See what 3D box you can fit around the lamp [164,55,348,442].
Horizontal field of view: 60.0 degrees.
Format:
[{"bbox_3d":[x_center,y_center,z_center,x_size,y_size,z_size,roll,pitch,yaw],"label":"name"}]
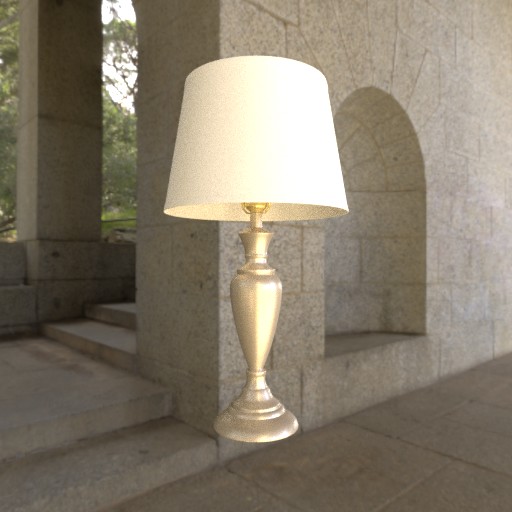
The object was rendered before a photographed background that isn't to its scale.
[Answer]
[{"bbox_3d":[0.000,0.000,0.803,0.328,0.612,0.328,0,0,0],"label":"lamp"}]
